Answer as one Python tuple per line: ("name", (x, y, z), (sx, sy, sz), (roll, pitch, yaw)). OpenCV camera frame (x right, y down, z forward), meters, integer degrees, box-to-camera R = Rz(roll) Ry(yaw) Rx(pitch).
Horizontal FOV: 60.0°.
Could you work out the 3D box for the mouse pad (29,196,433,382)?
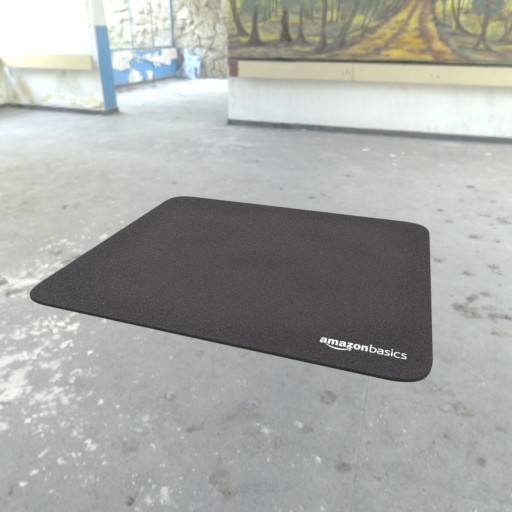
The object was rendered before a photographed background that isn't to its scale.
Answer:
("mouse pad", (0.000, 0.000, 0.334), (0.249, 0.002, 0.211), (9, 28, 17))
